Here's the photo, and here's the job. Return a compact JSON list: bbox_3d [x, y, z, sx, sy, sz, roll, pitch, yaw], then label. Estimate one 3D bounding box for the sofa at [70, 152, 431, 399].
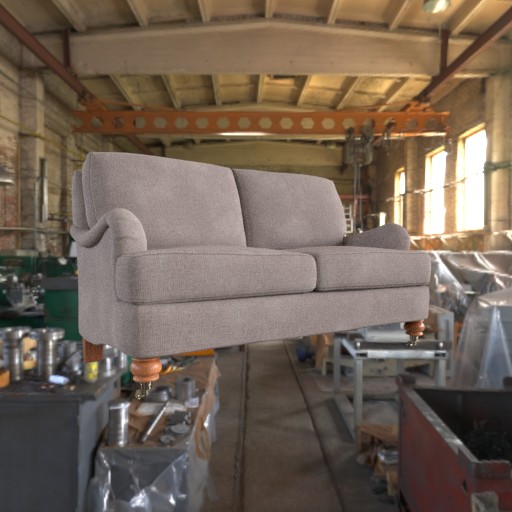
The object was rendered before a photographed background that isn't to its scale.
[{"bbox_3d":[0.000,0.000,2.524,1.853,1.101,1.084,0,1,-34],"label":"sofa"}]
